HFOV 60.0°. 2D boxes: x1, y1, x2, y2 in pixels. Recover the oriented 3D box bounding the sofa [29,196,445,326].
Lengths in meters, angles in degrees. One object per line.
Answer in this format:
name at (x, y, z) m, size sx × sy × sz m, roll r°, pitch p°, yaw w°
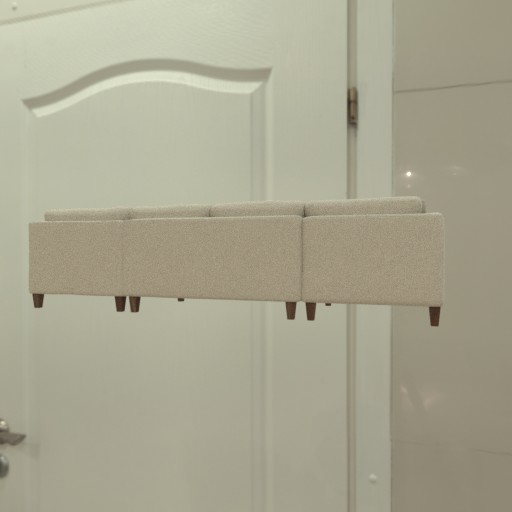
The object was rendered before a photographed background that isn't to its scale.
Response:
sofa at (0.000, 0.000, 4.401) m, size 3.238 × 0.853 × 2.551 m, roll 0°, pitch 1°, yaw 17°
